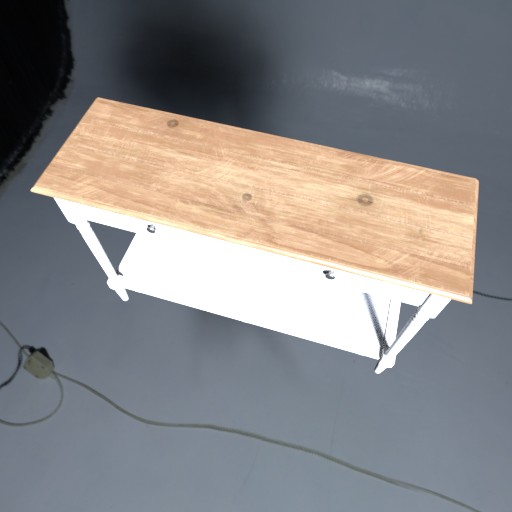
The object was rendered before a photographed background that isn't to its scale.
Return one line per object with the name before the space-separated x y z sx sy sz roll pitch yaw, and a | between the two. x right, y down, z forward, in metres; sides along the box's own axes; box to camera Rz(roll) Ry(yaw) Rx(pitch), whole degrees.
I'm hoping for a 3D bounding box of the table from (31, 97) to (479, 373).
table | 0.000 0.000 1.600 1.219 0.800 0.399 14 60 9
